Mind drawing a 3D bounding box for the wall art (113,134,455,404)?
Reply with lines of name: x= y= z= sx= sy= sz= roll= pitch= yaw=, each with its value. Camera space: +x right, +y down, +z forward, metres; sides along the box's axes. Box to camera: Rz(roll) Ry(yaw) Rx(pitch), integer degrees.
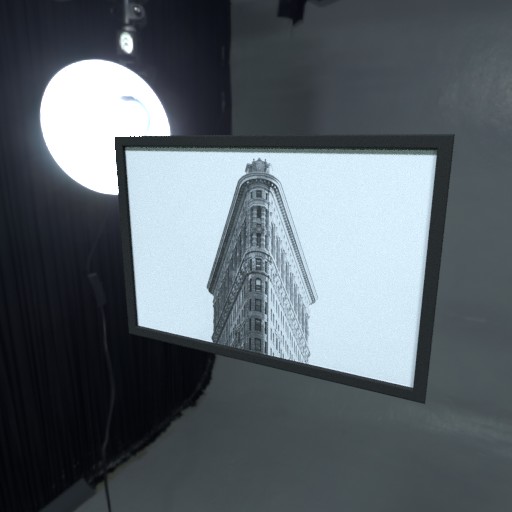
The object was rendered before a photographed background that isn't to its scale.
wall art: x=0.000 y=0.000 z=1.253 sx=0.964 sy=0.659 sz=0.049 roll=8 pitch=17 yaw=26
